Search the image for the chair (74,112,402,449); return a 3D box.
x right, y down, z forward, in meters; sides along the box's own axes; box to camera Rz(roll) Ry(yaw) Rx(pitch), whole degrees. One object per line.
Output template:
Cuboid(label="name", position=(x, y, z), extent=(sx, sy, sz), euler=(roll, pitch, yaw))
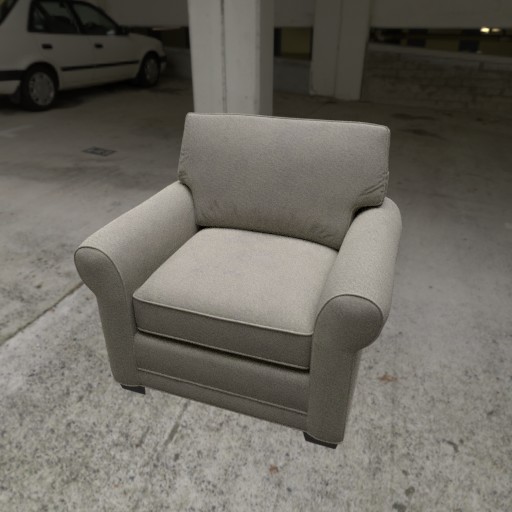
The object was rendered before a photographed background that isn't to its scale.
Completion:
Cuboid(label="chair", position=(0.000, 0.000, 1.899), extent=(1.147, 1.044, 0.939), euler=(9, 30, 17))
